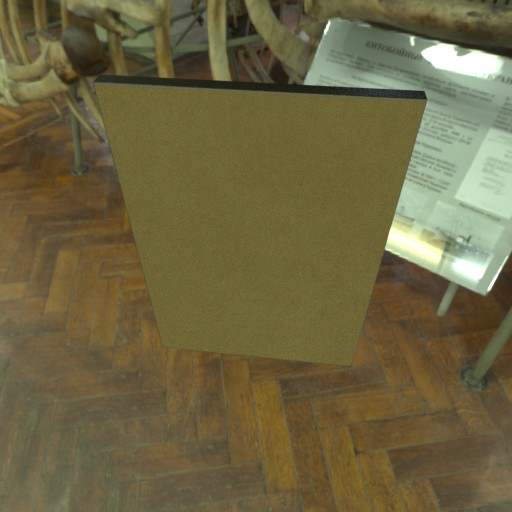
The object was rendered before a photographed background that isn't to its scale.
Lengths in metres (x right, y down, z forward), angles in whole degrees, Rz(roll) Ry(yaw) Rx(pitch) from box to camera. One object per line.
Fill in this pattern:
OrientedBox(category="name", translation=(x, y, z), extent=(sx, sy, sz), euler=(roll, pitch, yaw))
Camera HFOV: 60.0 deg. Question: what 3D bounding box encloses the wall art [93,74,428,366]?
OrientedBox(category="wall art", translation=(0.000, 0.000, 0.581), extent=(0.314, 0.455, 0.019), euler=(5, 45, 5))
